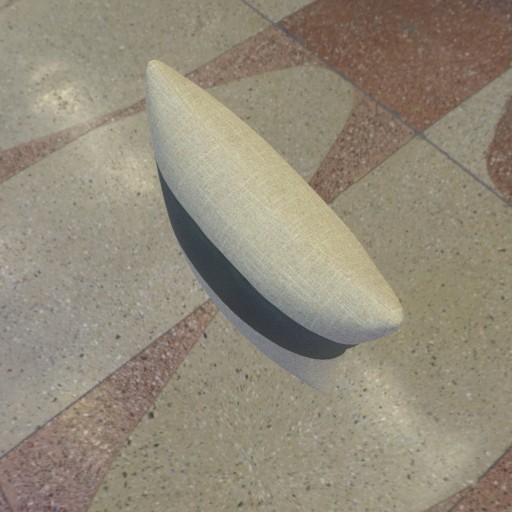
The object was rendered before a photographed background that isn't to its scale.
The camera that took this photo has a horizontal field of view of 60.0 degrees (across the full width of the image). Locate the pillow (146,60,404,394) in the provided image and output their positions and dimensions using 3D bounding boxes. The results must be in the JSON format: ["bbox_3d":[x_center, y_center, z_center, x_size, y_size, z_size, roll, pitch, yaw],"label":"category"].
[{"bbox_3d":[0.000,0.000,0.633,0.173,0.399,0.414,-35,69,-16],"label":"pillow"}]
